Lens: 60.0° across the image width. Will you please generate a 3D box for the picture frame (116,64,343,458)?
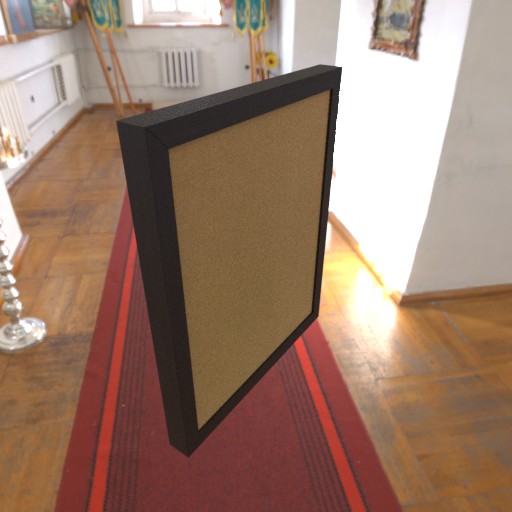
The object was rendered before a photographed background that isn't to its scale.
[{"bbox_3d":[0.000,0.000,0.766,0.044,0.555,0.452,21,38,30],"label":"picture frame"}]
